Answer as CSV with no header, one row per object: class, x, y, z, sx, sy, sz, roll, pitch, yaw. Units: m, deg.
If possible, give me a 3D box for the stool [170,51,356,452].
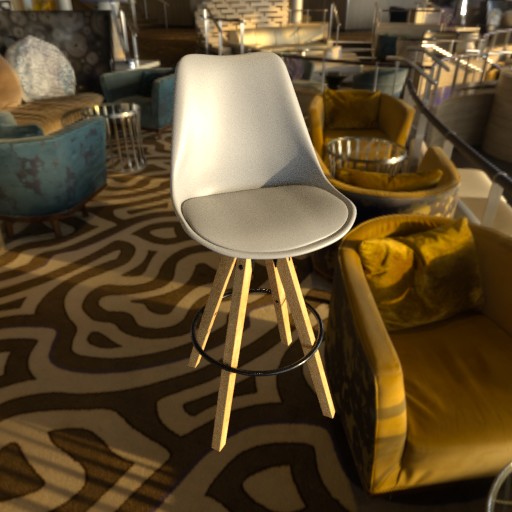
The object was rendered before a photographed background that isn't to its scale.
stool,0.000,0.000,1.387,0.485,1.115,0.550,-10,32,-16
